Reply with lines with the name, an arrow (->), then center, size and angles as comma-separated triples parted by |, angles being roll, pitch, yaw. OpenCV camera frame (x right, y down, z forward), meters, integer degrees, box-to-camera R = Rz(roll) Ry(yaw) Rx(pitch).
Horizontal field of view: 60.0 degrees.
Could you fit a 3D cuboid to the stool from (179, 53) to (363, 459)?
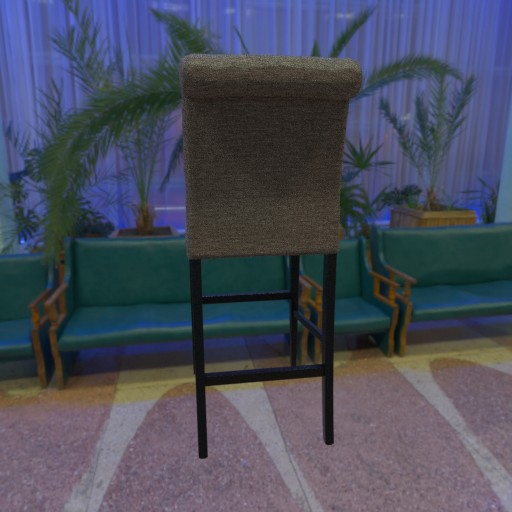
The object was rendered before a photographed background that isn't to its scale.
stool -> 0.000, 0.000, 1.452 | 0.452, 1.131, 0.613 | -2, 15, -9
